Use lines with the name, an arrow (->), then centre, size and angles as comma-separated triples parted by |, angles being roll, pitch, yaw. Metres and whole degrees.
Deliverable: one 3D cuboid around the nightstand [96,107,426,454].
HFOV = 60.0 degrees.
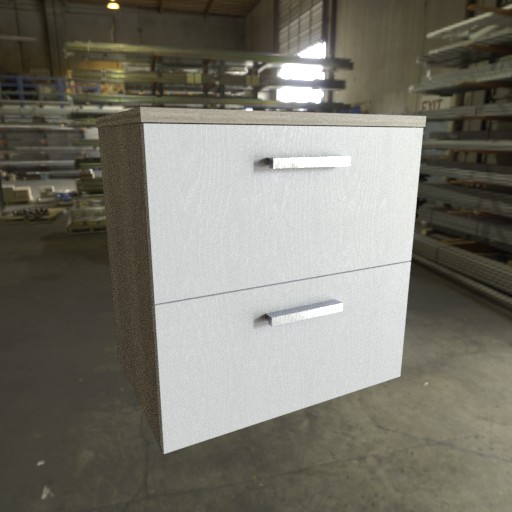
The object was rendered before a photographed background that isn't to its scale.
nightstand -> 0.000, 0.000, 0.769 | 0.442, 0.461, 0.325 | -8, 17, -27
